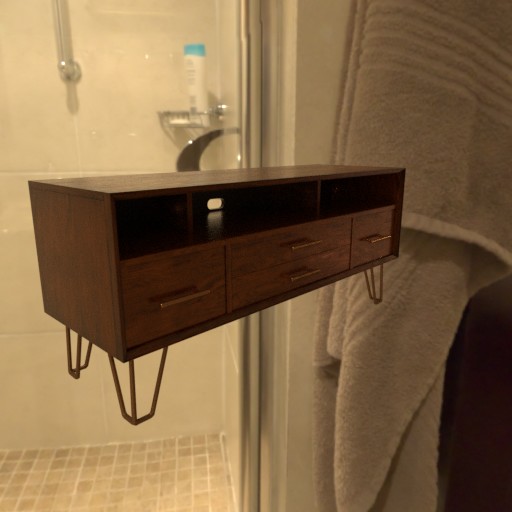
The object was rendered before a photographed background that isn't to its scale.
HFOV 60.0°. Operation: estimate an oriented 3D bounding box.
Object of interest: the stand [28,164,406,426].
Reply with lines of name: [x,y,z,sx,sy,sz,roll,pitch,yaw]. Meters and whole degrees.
stand: [0.000,0.000,1.652,0.481,0.610,1.372,13,20,42]
